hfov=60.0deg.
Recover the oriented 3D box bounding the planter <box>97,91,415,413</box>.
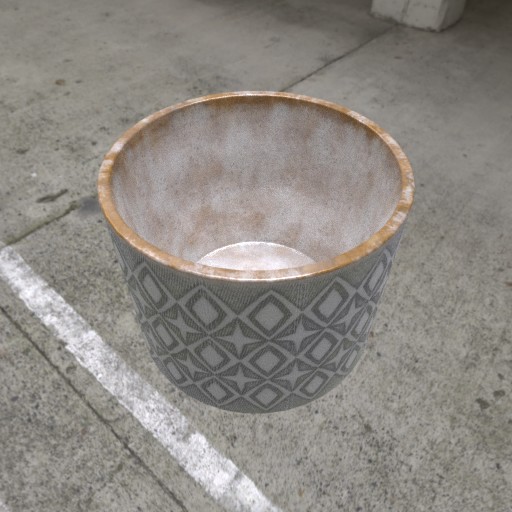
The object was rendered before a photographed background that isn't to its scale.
[{"bbox_3d":[0.000,0.000,0.445,0.255,0.223,0.255,0,47,0],"label":"planter"}]
